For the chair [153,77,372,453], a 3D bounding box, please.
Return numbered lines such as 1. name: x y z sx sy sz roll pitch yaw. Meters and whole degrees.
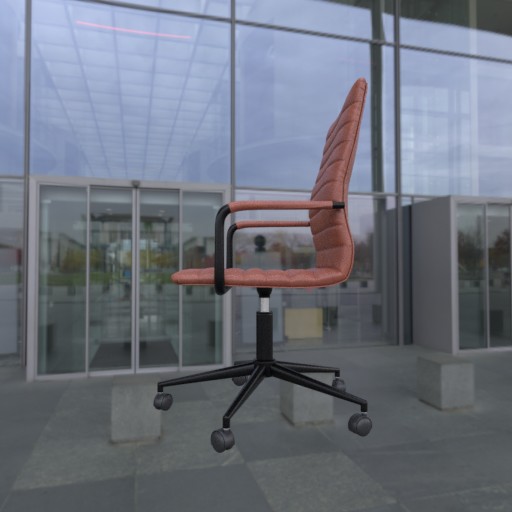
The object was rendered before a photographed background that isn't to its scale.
1. chair: 0.000 0.000 1.266 0.578 0.878 0.600 0 -2 0
